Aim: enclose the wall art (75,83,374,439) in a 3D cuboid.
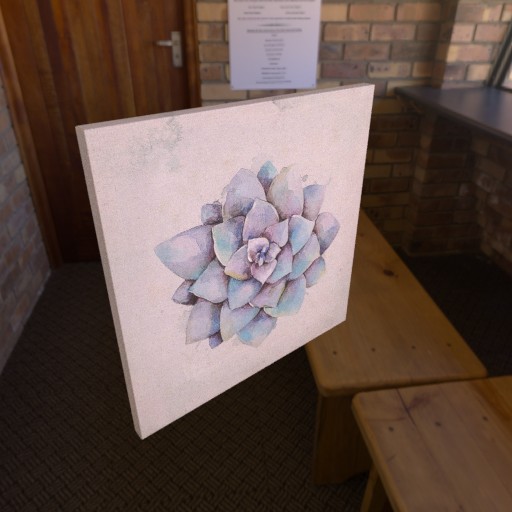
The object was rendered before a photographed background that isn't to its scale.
[{"bbox_3d":[0.000,0.000,1.135,0.762,0.762,0.038,-22,36,-33],"label":"wall art"}]
